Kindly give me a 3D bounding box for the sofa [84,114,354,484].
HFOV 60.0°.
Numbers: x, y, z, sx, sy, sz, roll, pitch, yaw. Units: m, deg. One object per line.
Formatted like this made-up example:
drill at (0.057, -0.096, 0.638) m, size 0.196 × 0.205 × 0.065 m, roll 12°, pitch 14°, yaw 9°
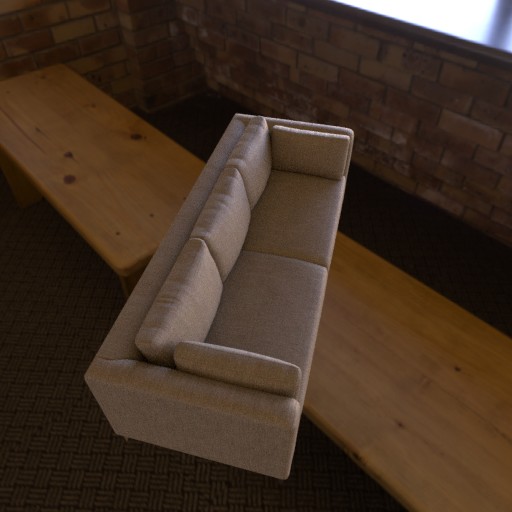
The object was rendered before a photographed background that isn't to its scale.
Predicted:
sofa at (0.000, 0.000, 2.916) m, size 0.969 × 0.867 × 2.415 m, roll 11°, pitch 47°, yaw 10°
